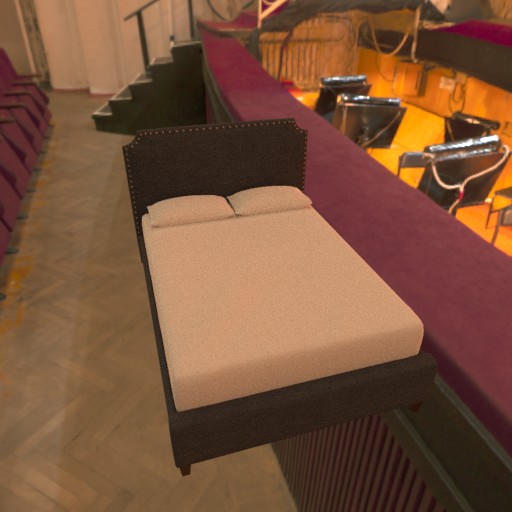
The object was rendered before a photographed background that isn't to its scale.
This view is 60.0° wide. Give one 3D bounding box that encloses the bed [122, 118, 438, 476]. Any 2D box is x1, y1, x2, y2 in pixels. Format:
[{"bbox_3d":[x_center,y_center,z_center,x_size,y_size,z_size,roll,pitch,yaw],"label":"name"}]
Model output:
[{"bbox_3d":[0.000,0.000,3.400,1.713,1.443,2.372,-9,33,-14],"label":"bed"}]
